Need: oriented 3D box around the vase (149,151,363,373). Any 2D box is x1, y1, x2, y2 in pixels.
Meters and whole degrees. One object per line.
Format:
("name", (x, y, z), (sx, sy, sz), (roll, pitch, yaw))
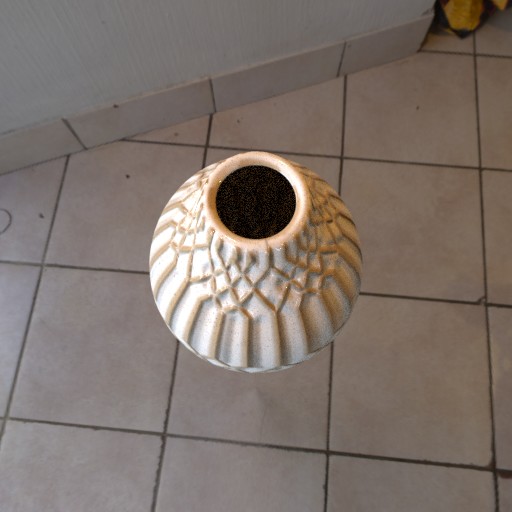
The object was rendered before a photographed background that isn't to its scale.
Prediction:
("vase", (0.000, 0.000, 0.315), (0.159, 0.200, 0.159), (0, 73, 0))
